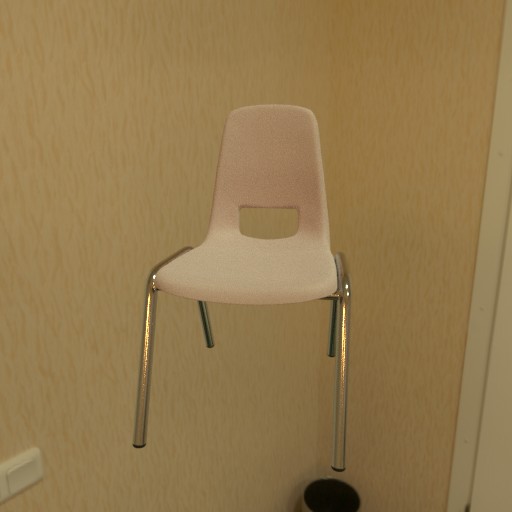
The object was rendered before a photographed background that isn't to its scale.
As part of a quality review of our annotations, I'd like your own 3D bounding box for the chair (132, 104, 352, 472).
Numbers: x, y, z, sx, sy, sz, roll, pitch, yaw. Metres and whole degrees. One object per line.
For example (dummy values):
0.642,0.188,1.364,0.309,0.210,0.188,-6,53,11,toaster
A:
0.000,0.000,0.848,0.354,0.586,0.423,2,14,9,chair
